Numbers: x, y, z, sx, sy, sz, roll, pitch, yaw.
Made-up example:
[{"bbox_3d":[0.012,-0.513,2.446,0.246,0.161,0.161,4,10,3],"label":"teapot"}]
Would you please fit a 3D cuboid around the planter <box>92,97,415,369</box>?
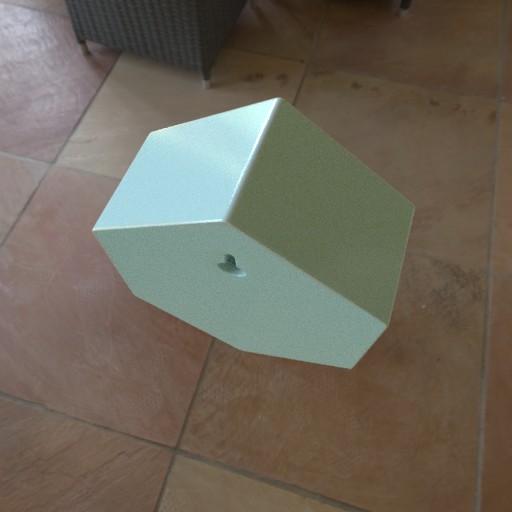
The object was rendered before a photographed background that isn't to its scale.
[{"bbox_3d":[0.000,0.000,0.295,0.169,0.207,0.078,17,64,9],"label":"planter"}]
